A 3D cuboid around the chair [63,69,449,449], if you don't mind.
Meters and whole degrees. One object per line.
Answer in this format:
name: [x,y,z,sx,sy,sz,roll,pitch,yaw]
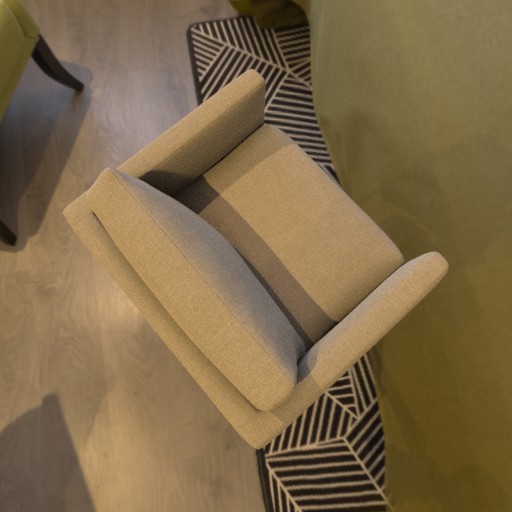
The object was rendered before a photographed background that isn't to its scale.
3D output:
chair: [0.000,0.000,1.833,0.959,0.963,1.107,-40,79,-9]
